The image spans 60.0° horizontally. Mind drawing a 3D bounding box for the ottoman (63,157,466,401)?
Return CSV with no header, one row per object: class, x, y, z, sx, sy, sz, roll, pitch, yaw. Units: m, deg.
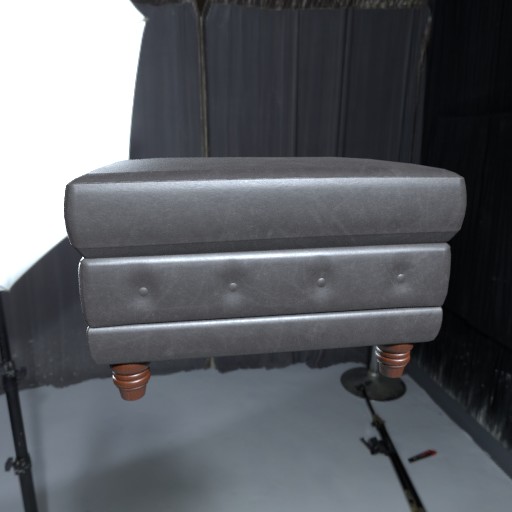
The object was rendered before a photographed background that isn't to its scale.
ottoman,0.000,0.000,1.163,0.795,0.498,0.590,-2,15,-9
